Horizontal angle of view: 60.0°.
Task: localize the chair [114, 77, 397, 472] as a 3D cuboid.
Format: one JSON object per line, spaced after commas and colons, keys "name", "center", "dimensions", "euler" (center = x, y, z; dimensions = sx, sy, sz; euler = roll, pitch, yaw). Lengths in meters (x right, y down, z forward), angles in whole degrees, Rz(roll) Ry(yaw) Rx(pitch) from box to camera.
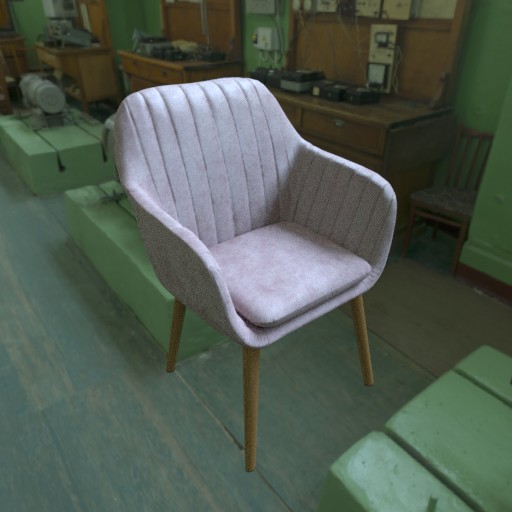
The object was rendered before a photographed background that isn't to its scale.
{"name": "chair", "center": [0.000, 0.000, 1.220], "dimensions": [0.610, 0.832, 0.570], "euler": [-22, 37, -32]}
